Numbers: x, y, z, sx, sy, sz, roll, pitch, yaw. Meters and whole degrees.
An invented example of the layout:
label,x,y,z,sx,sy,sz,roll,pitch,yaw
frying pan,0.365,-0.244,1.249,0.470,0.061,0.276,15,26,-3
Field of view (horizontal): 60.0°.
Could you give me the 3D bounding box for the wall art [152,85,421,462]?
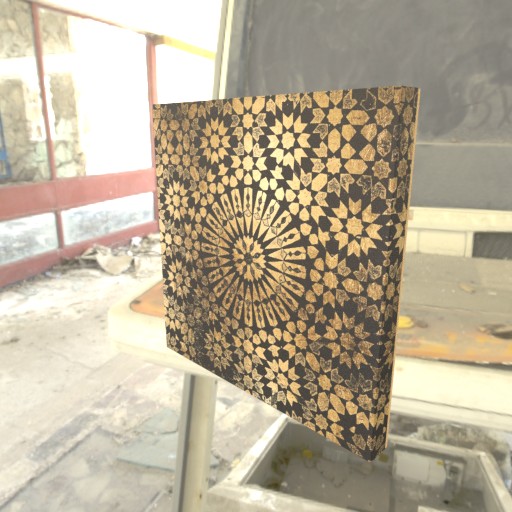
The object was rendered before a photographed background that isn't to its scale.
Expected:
label,x,y,z,sx,sy,sz,roll,pitch,yaw
wall art,0.000,0.000,0.602,0.405,0.405,0.038,15,21,42
